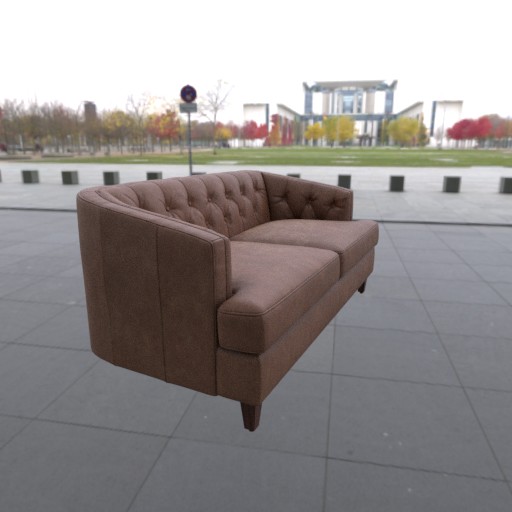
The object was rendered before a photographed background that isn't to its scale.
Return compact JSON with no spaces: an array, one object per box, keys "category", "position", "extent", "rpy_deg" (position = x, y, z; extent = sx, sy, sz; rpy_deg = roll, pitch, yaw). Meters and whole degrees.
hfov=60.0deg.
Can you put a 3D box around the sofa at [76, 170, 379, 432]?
[{"category":"sofa","position":[0.000,0.000,2.283],"extent":[0.914,0.786,1.755],"rpy_deg":[7,16,25]}]
